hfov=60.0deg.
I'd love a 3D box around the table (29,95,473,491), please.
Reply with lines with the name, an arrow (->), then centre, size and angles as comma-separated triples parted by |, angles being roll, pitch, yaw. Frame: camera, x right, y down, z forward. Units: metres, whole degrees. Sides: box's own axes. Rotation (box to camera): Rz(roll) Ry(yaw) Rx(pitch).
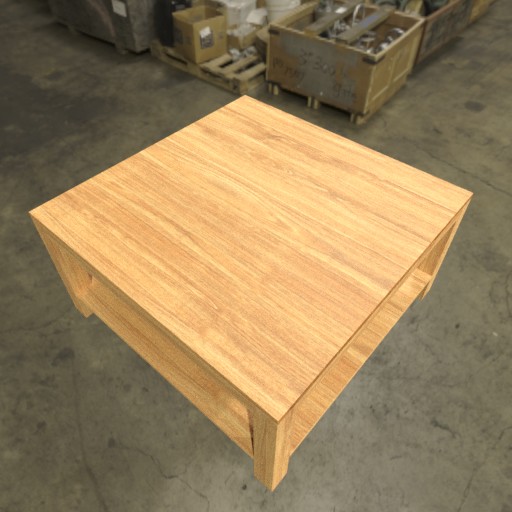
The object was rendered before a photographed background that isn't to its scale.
table -> 0.000, 0.000, 1.429 | 0.900, 0.450, 0.900 | 33, 55, 27
